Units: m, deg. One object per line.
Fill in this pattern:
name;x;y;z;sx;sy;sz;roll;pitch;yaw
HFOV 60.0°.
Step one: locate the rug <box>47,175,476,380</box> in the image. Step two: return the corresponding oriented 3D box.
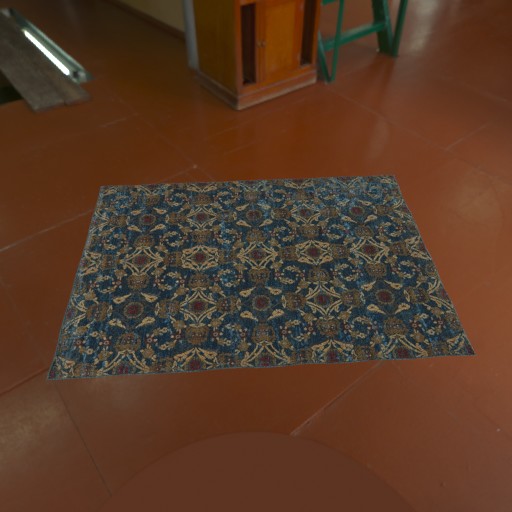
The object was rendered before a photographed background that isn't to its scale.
rug;0.000;0.000;4.185;3.291;0.013;2.337;-3;47;-3
